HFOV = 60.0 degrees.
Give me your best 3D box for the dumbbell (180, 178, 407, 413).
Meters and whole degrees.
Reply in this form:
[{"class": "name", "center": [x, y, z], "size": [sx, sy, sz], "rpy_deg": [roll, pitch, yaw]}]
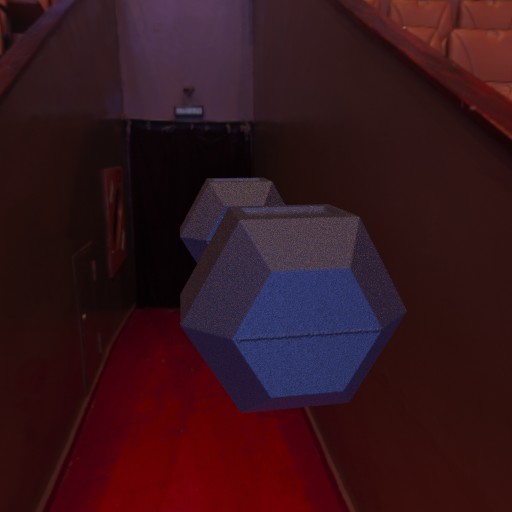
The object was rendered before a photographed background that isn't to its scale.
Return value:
[{"class": "dumbbell", "center": [0.000, 0.000, 0.314], "size": [0.106, 0.092, 0.272], "rpy_deg": [-2, 14, -9]}]
